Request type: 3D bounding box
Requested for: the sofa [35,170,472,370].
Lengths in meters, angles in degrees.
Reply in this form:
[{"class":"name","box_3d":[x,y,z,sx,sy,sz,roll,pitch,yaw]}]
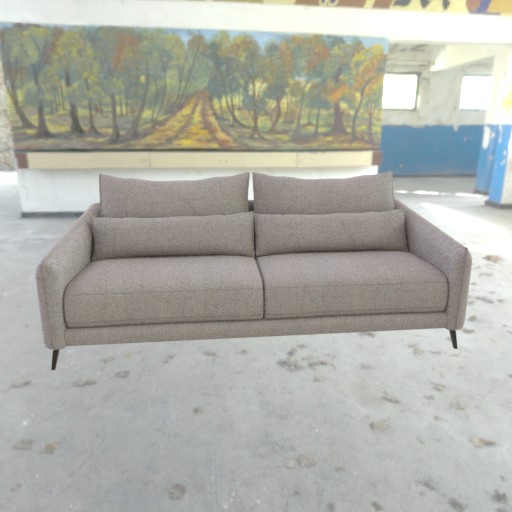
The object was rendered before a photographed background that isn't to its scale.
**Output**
[{"class":"sofa","box_3d":[0.000,0.000,2.384,2.022,0.833,0.809,-2,17,-6]}]
